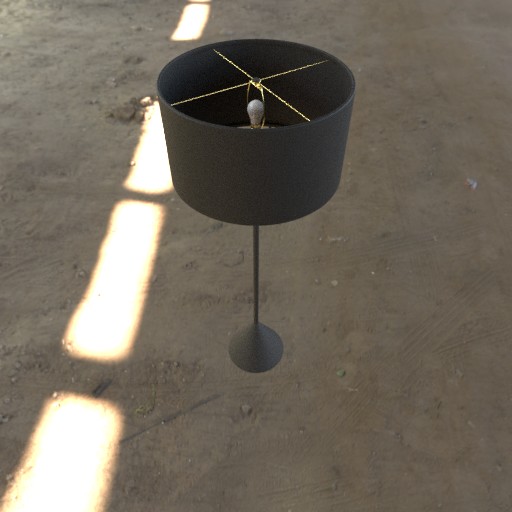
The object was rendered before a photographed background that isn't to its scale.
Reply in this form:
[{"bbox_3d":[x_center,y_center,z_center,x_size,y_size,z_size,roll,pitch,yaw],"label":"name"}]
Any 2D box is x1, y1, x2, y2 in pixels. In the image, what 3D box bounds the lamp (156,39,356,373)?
[{"bbox_3d":[0.000,0.000,1.851,0.580,1.526,0.580,-24,51,-21],"label":"lamp"}]
